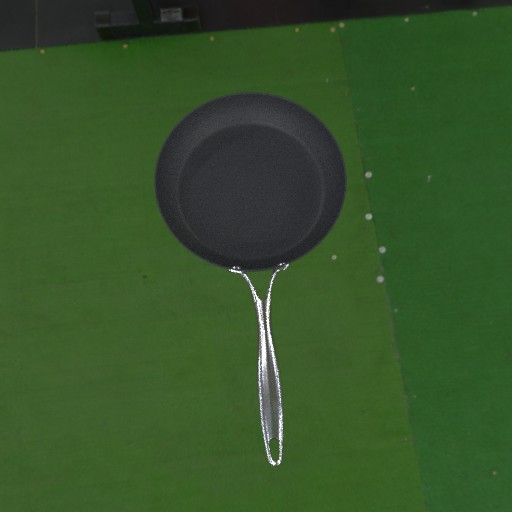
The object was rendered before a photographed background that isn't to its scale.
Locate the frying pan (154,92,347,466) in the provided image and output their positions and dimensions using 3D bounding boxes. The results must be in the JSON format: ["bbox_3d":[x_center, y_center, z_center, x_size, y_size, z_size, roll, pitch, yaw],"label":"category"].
[{"bbox_3d":[0.000,0.000,0.561,0.255,0.105,0.472,-4,76,-1],"label":"frying pan"}]
